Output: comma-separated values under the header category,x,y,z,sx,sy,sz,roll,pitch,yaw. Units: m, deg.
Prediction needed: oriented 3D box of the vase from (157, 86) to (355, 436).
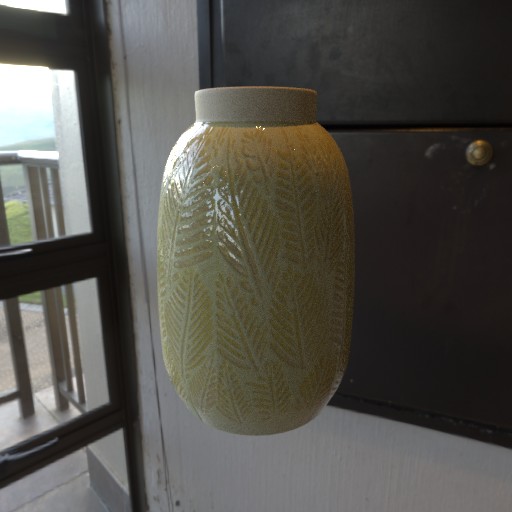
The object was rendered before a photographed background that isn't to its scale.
category,x,y,z,sx,sy,sz,roll,pitch,yaw
vase,0.000,0.000,0.388,0.172,0.270,0.172,0,16,0
